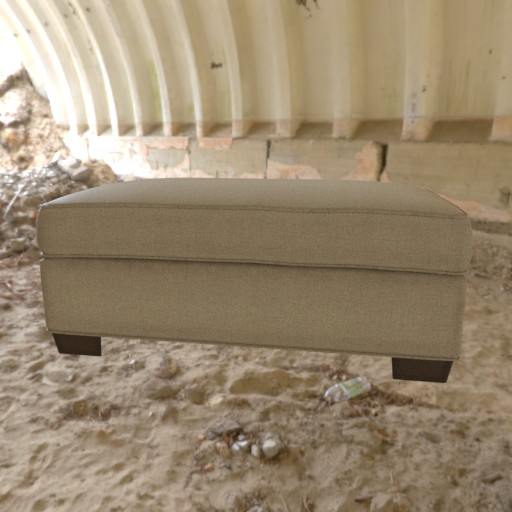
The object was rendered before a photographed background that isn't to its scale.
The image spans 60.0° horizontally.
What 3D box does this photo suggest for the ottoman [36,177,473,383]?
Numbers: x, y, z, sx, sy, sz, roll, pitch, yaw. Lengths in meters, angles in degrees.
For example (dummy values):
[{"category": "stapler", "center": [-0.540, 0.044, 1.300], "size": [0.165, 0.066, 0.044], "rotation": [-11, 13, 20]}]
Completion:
[{"category": "ottoman", "center": [0.000, 0.000, 1.394], "size": [1.097, 0.461, 0.617], "rotation": [2, 15, 8]}]
